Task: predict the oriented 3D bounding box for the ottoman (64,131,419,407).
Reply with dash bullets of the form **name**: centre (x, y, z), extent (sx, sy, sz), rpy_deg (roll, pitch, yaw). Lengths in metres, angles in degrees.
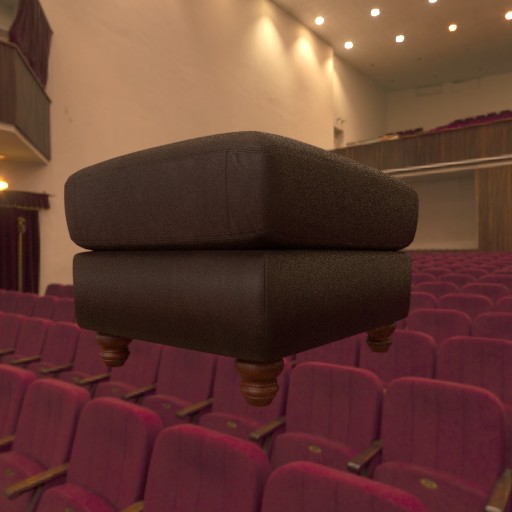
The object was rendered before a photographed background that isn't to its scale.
- **ottoman**: centre (0.000, 0.000, 1.239), extent (0.670, 0.569, 0.806), rpy_deg (0, 0, 38)
